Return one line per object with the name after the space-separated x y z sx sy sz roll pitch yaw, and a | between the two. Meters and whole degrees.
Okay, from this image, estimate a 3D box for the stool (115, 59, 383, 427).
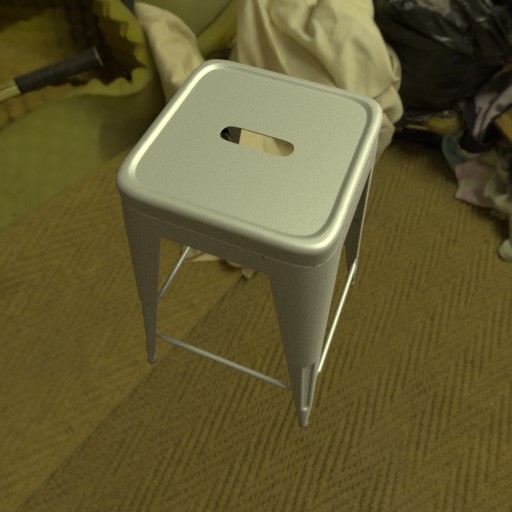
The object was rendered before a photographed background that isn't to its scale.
0.000 0.000 0.869 0.406 0.610 0.406 19 60 12 | stool
